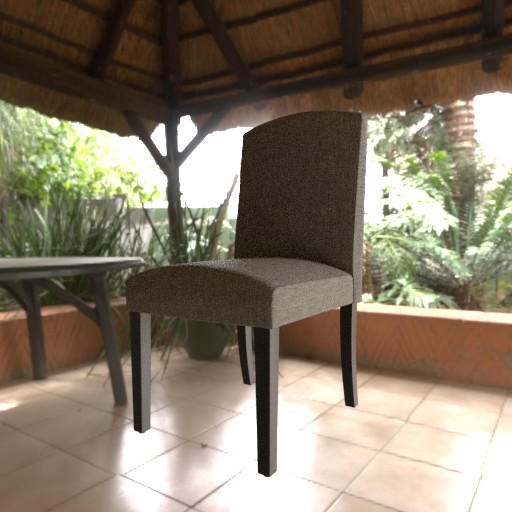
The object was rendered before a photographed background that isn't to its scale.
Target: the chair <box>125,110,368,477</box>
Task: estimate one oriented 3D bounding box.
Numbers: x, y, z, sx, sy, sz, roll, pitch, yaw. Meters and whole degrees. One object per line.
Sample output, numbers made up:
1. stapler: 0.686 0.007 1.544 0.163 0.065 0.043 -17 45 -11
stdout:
1. chair: 0.000 0.000 1.240 0.451 0.917 0.580 1 2 34
